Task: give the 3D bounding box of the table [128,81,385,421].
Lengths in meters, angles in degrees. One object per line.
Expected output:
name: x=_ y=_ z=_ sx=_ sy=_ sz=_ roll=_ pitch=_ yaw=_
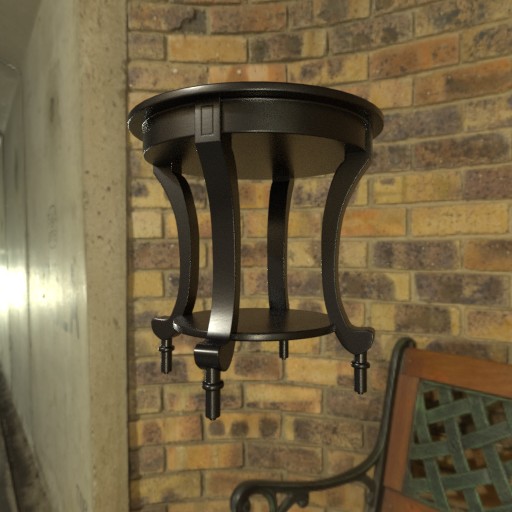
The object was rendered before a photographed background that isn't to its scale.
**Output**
table: x=0.000 y=0.000 z=1.075 sx=0.597 sy=0.618 sz=0.597 roll=0 pitch=1 yaw=0
